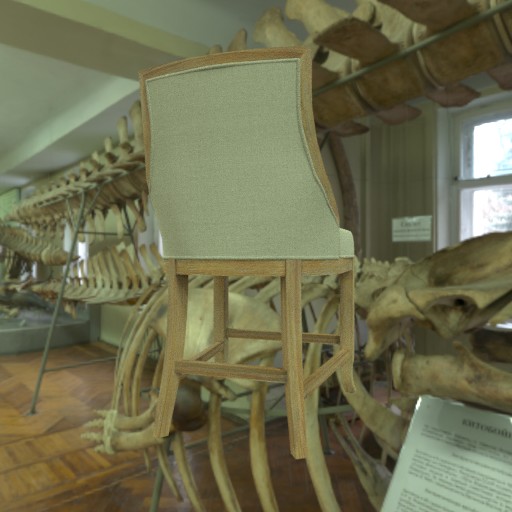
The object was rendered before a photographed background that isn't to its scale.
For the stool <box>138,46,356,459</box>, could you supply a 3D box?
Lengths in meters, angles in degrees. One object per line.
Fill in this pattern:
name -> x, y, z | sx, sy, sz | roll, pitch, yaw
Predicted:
stool -> 0.000, 0.000, 1.314 | 0.524, 0.938, 0.626 | 0, 0, 18
